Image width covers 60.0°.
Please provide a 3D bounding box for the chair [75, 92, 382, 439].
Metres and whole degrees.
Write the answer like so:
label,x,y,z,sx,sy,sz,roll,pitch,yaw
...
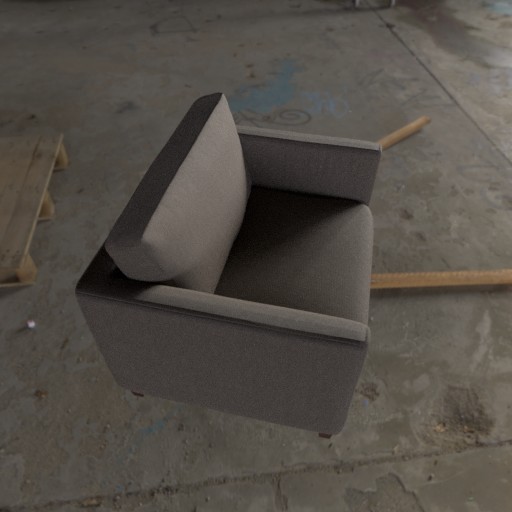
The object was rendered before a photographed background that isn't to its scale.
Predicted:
label,x,y,z,sx,sy,sz,roll,pitch,yaw
chair,0.000,0.000,1.857,0.959,0.963,1.107,9,47,9
